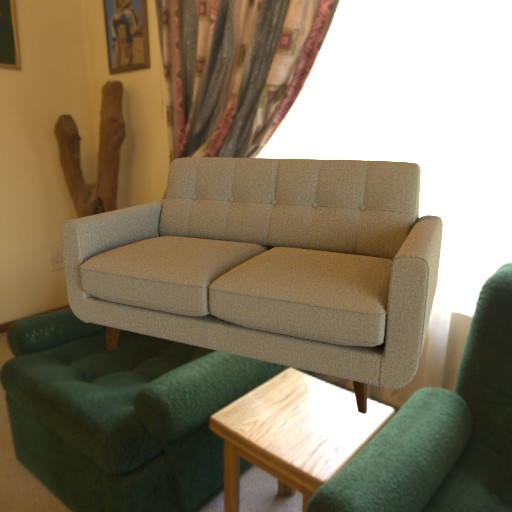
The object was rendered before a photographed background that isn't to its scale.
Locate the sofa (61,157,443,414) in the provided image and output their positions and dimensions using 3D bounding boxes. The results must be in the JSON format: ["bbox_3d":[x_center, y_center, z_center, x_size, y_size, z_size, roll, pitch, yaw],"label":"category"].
[{"bbox_3d":[0.000,0.000,2.194,1.651,0.925,0.952,7,16,24],"label":"sofa"}]
